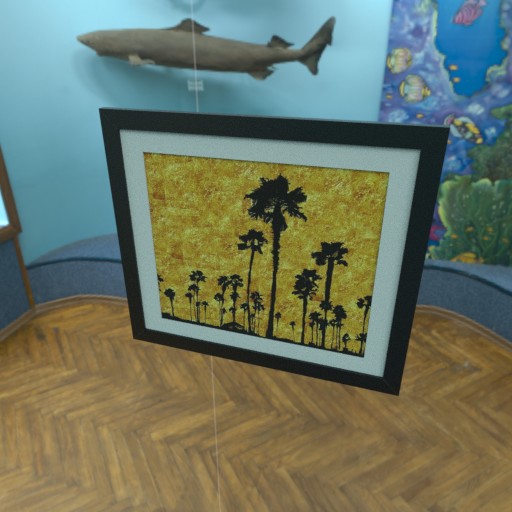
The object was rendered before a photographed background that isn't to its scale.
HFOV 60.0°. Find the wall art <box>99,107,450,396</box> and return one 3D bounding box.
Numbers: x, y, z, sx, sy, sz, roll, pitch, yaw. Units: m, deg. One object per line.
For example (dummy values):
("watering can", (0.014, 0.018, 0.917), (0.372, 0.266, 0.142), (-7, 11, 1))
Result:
("wall art", (0.000, 0.000, 0.543), (0.383, 0.332, 0.012), (8, 28, 16))
